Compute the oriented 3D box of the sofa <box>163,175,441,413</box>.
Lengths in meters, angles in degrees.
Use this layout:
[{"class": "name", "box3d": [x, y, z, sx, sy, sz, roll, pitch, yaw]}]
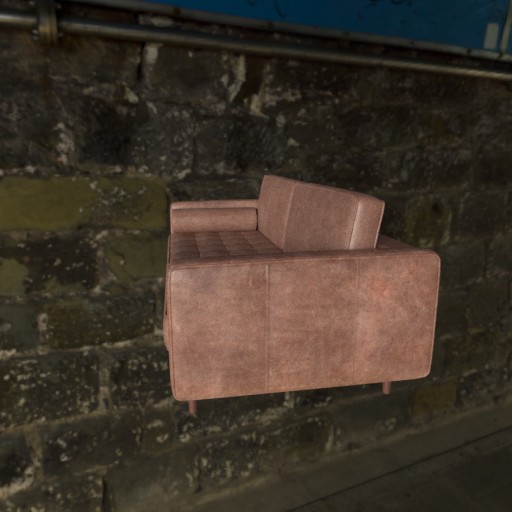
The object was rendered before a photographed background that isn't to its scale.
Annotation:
[{"class": "sofa", "box3d": [0.000, 0.000, 2.285, 0.910, 0.760, 1.870, -2, 13, -10]}]
